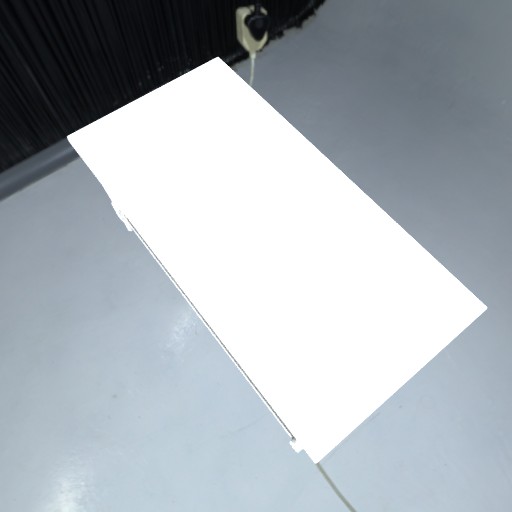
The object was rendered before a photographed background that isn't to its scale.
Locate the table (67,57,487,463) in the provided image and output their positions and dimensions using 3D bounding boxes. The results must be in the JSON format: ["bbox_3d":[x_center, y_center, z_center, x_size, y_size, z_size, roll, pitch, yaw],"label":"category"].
[{"bbox_3d":[0.000,0.000,1.411,0.550,0.510,1.107,-35,68,-16],"label":"table"}]
